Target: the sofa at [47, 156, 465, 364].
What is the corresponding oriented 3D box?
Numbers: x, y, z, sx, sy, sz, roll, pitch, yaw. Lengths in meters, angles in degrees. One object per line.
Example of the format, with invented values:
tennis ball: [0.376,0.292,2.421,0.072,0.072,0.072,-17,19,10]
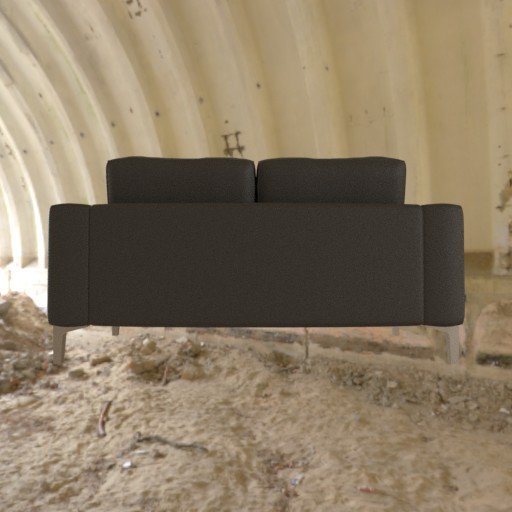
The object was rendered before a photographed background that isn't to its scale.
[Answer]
sofa: [0.000,0.000,2.191,1.726,0.893,0.833,0,-1,0]
